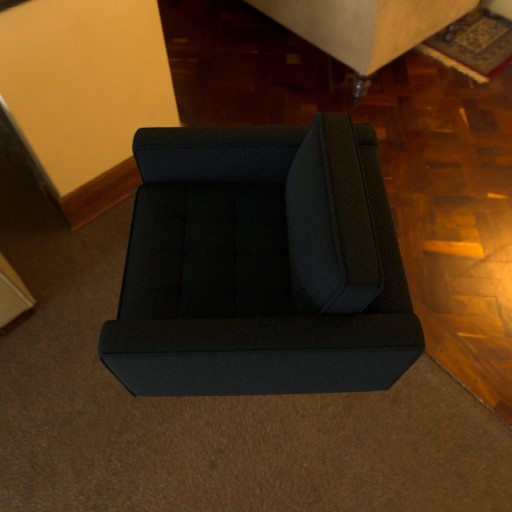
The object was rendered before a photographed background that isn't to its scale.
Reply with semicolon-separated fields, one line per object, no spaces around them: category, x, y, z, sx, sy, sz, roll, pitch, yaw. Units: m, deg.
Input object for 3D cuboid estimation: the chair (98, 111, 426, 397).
chair;0.000;0.000;1.595;0.920;0.770;0.899;-1;58;-1
